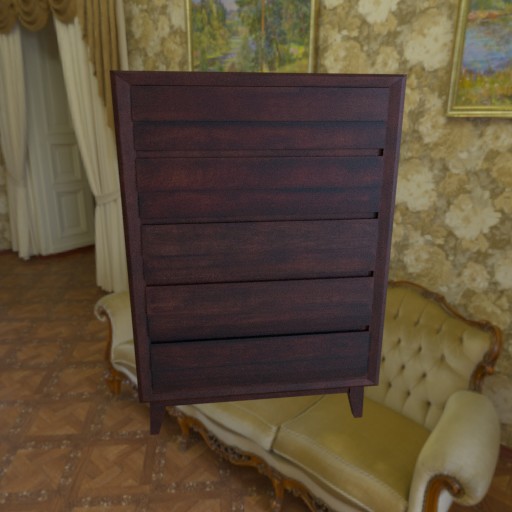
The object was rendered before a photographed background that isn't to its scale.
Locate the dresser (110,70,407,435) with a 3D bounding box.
[{"bbox_3d":[0.000,0.000,2.028,1.072,1.514,0.506,-2,17,-7],"label":"dresser"}]
